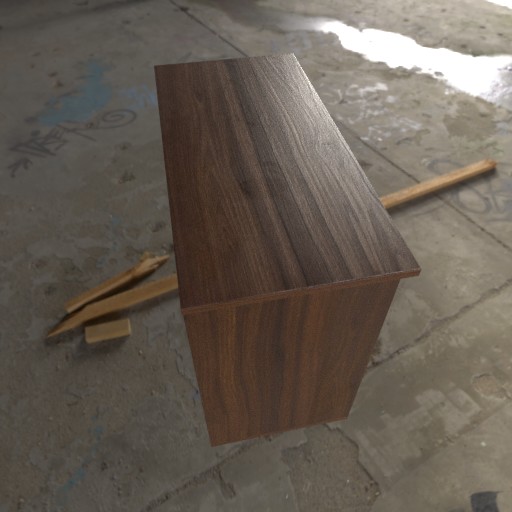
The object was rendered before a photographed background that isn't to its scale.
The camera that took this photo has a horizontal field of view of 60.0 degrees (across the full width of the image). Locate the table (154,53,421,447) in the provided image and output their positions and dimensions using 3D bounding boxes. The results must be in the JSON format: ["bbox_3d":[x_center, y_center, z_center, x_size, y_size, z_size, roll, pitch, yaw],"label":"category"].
[{"bbox_3d":[0.000,0.000,1.209,0.390,0.725,0.802,-9,48,-8],"label":"table"}]
